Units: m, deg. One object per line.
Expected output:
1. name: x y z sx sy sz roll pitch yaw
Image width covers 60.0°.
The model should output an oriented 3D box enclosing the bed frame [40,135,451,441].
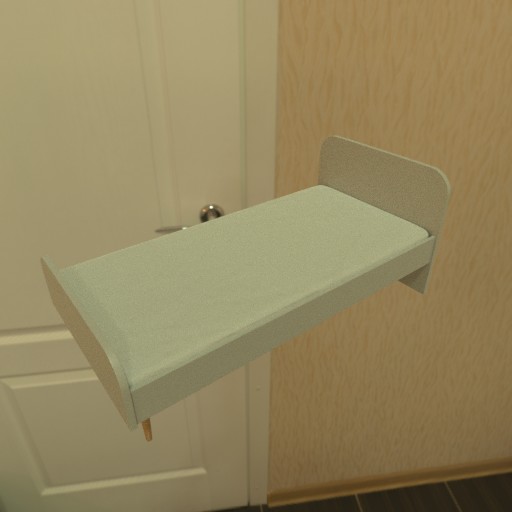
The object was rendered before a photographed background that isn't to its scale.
1. bed frame: 0.000 0.000 2.440 1.963 0.805 0.998 -22 38 -31
